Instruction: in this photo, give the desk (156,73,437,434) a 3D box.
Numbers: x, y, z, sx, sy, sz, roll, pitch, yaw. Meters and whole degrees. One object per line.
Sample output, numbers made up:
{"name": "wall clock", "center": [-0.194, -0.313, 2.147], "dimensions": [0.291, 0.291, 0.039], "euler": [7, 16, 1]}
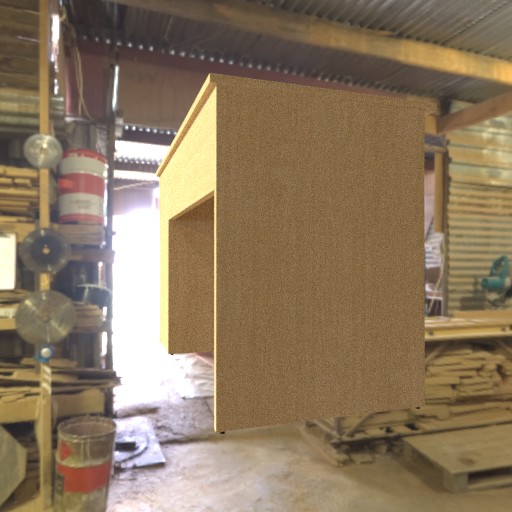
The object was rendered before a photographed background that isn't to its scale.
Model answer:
{"name": "desk", "center": [0.000, 0.000, 1.505], "dimensions": [0.560, 0.735, 1.097], "euler": [0, 0, -18]}
